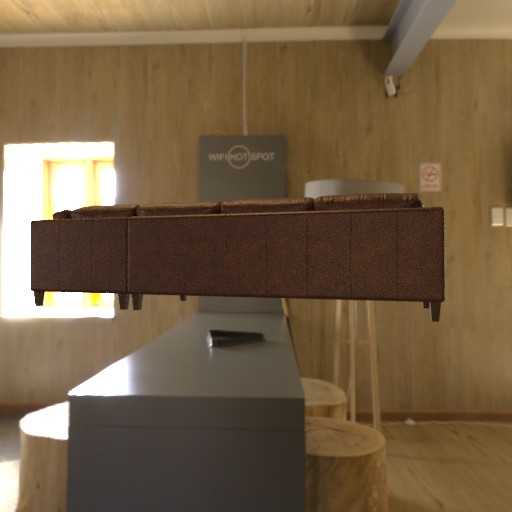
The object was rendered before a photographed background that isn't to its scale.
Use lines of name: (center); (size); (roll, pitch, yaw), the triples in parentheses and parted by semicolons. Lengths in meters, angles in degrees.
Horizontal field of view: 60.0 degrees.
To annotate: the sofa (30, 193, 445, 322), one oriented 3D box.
sofa: (0.000, 0.000, 4.307); (3.152, 0.836, 2.438); (0, 0, 17)
